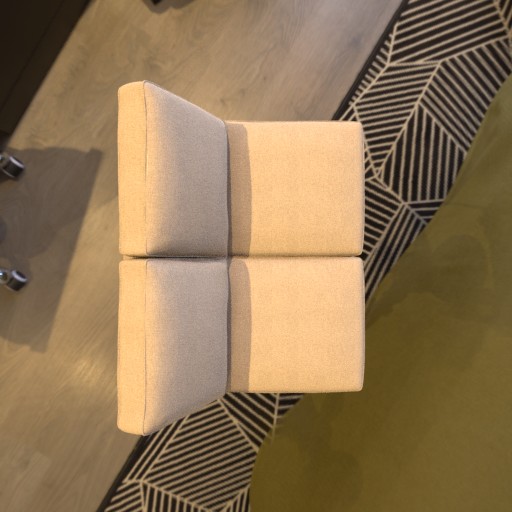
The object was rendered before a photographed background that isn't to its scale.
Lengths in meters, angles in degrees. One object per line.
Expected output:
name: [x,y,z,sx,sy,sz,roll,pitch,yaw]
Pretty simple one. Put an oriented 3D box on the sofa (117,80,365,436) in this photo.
sofa: [0.000,0.000,1.965,0.978,1.006,1.232,0,90,1]
